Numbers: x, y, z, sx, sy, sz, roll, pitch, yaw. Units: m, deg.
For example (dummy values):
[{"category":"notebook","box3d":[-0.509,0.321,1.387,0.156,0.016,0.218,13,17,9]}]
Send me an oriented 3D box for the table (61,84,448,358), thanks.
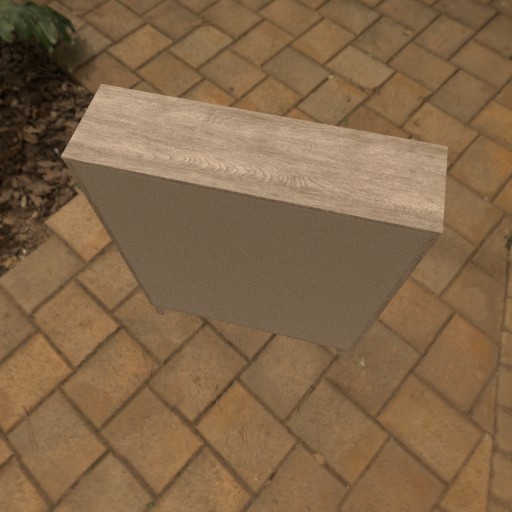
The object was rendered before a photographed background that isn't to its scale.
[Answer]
[{"category":"table","box3d":[0.000,0.000,1.580,0.902,1.135,0.256,12,64,6]}]
